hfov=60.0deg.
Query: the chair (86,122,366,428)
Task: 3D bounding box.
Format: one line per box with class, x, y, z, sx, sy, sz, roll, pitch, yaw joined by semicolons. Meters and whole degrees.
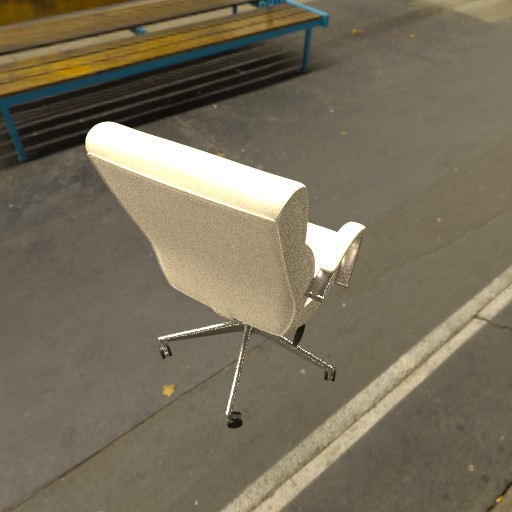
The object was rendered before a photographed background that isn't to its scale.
chair;0.000;0.000;1.538;0.727;1.099;0.745;22;49;21
